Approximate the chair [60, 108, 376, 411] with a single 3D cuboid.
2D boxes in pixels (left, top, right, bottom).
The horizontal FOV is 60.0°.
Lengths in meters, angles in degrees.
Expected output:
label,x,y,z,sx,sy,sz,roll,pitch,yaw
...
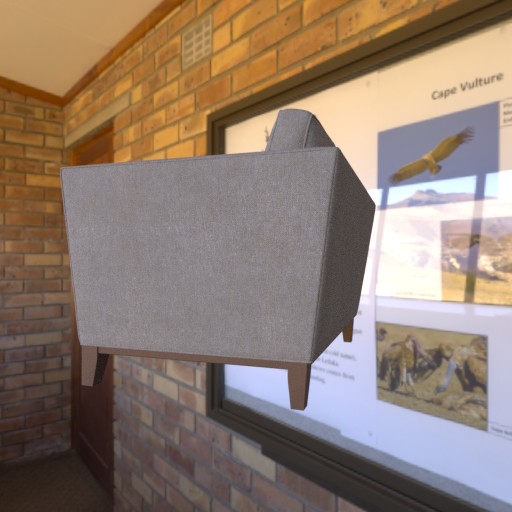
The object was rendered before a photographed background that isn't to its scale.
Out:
label,x,y,z,sx,sy,sz,roll,pitch,yaw
chair,0.000,0.000,2.025,0.965,0.942,1.396,0,0,19
